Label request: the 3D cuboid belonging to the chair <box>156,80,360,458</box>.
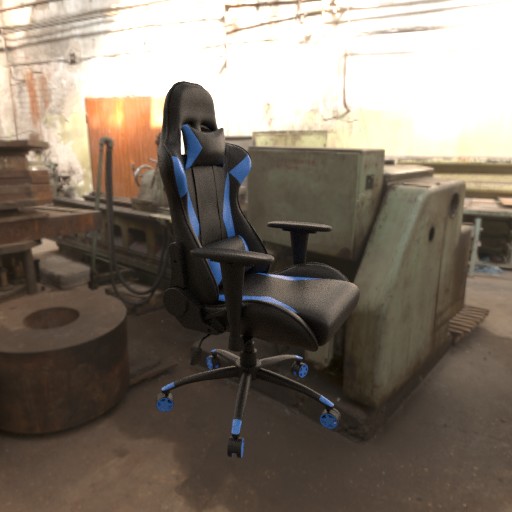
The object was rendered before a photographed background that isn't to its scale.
[{"bbox_3d":[0.000,0.000,1.698,0.730,1.282,0.695,7,15,26],"label":"chair"}]
